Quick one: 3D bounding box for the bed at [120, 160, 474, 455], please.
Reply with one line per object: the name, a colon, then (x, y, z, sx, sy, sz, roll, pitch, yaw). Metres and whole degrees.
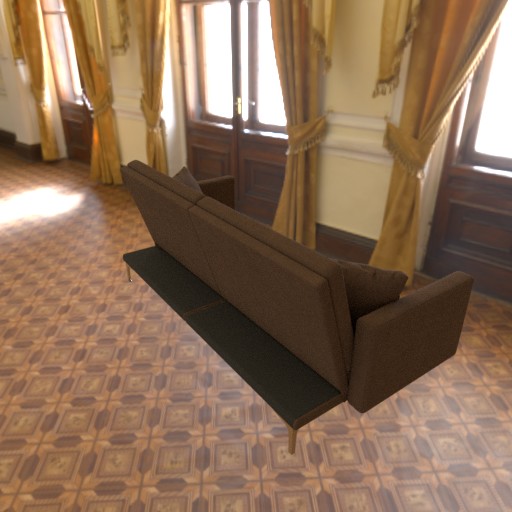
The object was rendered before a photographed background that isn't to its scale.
bed: (0.000, 0.000, 2.366, 0.889, 0.787, 1.905, -18, 31, -32)
